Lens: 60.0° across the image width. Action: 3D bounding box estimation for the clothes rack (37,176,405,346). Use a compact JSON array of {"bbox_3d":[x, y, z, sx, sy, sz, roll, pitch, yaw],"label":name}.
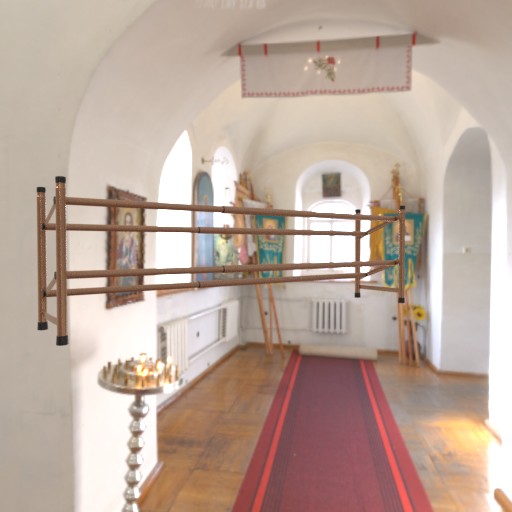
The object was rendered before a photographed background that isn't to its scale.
[{"bbox_3d":[0.000,0.000,1.337,1.168,0.349,0.229,-1,2,-36],"label":"clothes rack"}]
